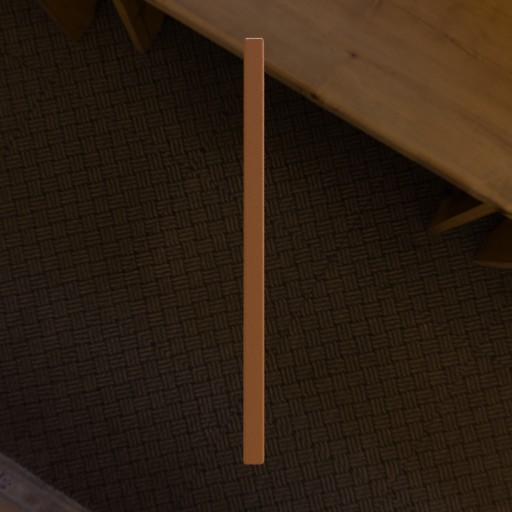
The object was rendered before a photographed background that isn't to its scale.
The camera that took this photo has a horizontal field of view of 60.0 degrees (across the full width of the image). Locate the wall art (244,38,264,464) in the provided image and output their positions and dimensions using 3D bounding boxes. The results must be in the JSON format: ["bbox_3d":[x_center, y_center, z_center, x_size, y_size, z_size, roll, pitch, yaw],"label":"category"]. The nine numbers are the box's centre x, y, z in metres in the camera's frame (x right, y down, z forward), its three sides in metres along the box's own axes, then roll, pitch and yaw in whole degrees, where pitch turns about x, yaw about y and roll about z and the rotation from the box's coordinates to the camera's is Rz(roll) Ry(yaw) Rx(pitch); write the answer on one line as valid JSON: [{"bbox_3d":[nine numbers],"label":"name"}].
[{"bbox_3d":[0.000,0.000,0.511,0.015,0.379,0.310,0,88,0],"label":"wall art"}]
